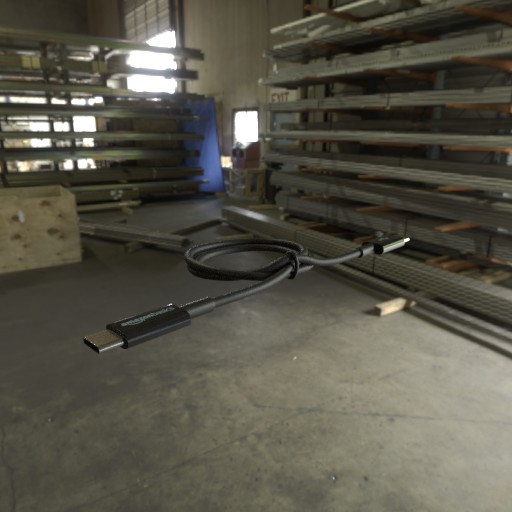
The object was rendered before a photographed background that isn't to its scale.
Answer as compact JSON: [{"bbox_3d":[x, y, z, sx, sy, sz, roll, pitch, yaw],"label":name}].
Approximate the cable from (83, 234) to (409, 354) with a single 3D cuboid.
[{"bbox_3d":[0.000,0.000,0.227,0.070,0.014,0.203,15,22,42],"label":"cable"}]
